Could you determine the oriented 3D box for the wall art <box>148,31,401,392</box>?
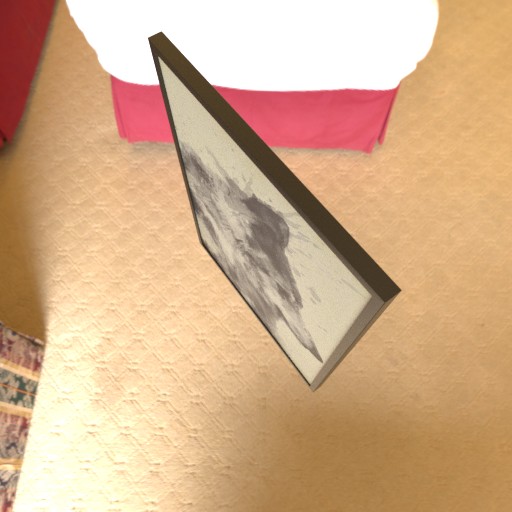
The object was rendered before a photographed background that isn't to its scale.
[{"bbox_3d":[0.000,0.000,1.380,0.039,1.061,0.804,-33,69,-14],"label":"wall art"}]
